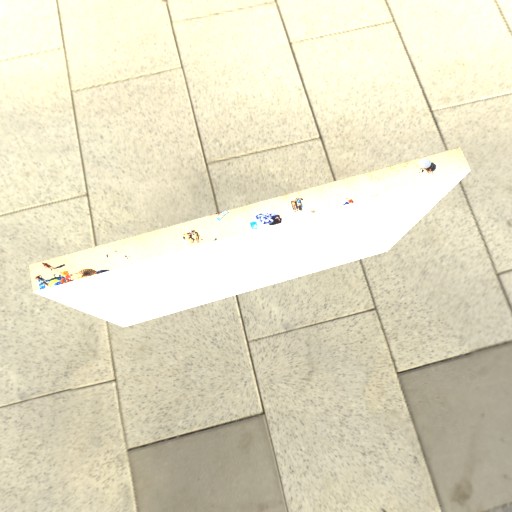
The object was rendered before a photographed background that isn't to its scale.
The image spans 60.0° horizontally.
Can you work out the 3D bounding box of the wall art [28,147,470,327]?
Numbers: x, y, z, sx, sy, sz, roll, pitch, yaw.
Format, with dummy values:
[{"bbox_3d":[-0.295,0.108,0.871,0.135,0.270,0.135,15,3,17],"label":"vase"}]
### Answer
[{"bbox_3d":[0.000,0.000,1.161,0.894,0.595,0.057,-16,75,-4],"label":"wall art"}]
